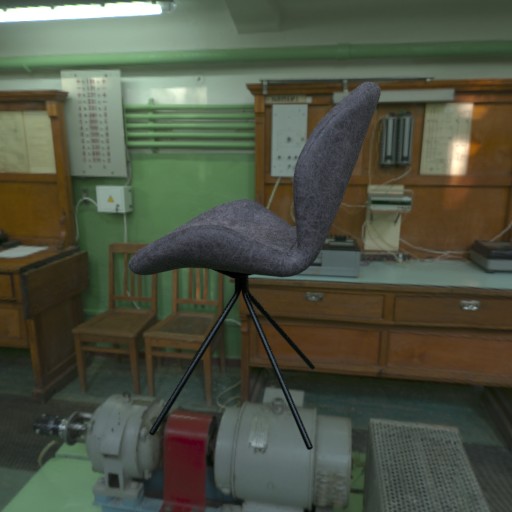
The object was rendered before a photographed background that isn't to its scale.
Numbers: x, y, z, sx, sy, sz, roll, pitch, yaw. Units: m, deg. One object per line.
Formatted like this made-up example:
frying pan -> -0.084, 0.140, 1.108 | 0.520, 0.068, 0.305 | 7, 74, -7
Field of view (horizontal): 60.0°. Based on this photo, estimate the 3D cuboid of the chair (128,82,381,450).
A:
chair -> 0.000, 0.000, 1.287 | 0.640, 0.934, 0.527 | 2, 14, 8
